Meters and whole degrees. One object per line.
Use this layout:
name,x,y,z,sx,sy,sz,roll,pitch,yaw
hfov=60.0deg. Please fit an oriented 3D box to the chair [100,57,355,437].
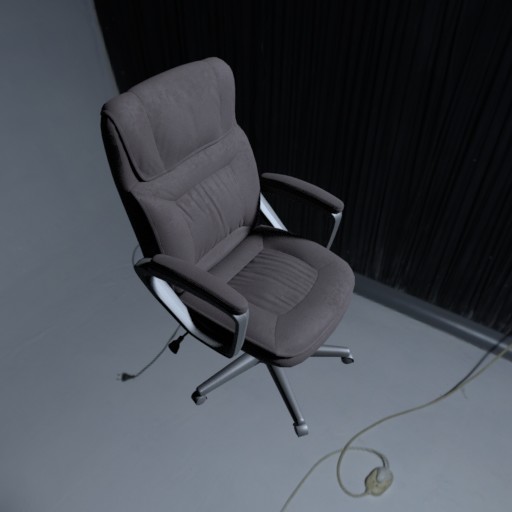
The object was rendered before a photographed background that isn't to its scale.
chair,0.000,0.000,1.508,0.724,1.105,0.667,25,47,25
